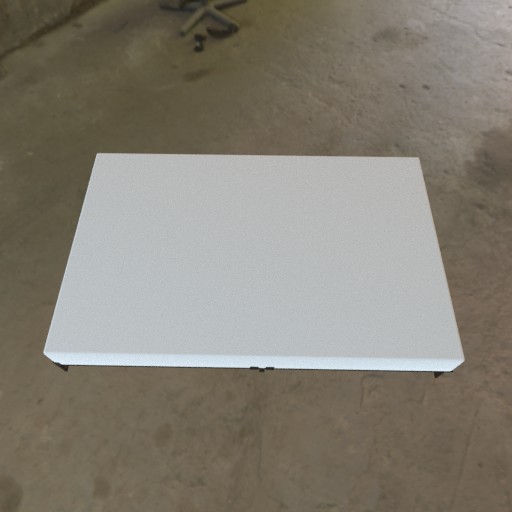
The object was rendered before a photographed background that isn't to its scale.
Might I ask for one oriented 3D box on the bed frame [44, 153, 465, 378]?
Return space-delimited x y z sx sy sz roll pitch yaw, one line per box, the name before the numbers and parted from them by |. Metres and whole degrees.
bed frame | 0.000 0.000 3.785 2.987 0.440 1.930 1 59 1
